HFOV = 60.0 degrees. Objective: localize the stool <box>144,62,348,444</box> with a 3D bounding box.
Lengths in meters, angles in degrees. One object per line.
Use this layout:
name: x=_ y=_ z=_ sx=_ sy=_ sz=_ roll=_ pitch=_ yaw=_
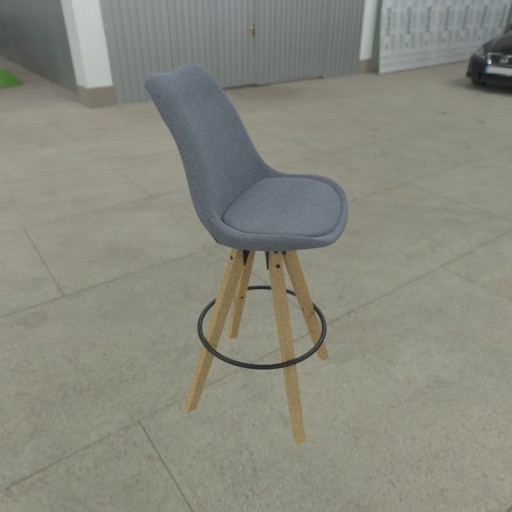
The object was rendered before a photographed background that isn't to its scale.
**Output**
stool: x=0.000 y=0.000 z=1.443 sx=0.550 sy=1.115 sz=0.485 roll=10 pitch=32 yaw=16
